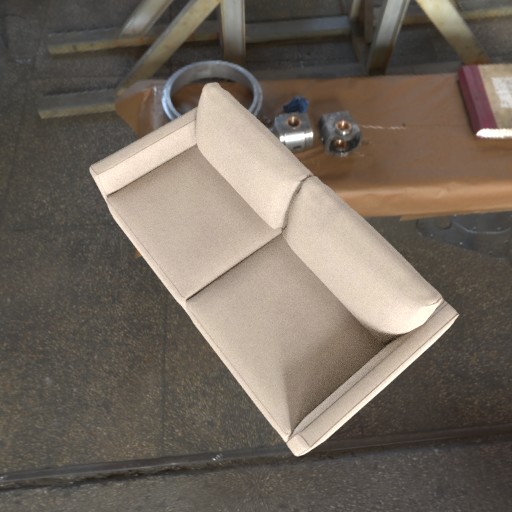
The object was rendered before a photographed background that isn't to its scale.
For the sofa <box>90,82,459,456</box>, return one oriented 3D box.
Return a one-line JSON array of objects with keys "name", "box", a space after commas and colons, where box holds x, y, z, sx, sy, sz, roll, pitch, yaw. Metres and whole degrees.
[{"name": "sofa", "box": [0.000, 0.000, 2.197, 0.875, 0.840, 1.682, -35, 68, -17]}]
